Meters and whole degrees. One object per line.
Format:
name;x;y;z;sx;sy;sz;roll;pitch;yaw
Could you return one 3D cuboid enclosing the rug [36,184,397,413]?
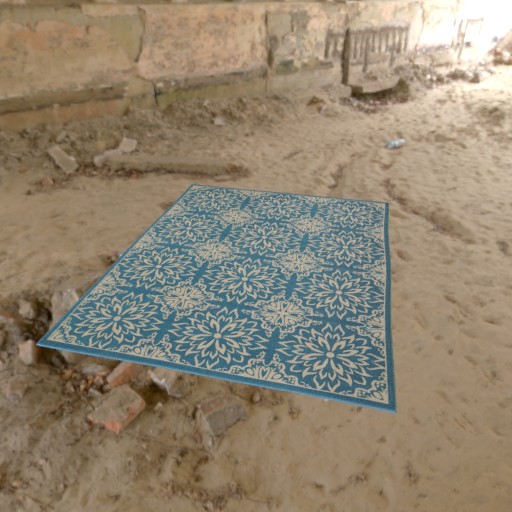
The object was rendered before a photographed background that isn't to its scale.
rug;0.000;0.000;3.963;2.350;0.018;2.964;7;32;12
